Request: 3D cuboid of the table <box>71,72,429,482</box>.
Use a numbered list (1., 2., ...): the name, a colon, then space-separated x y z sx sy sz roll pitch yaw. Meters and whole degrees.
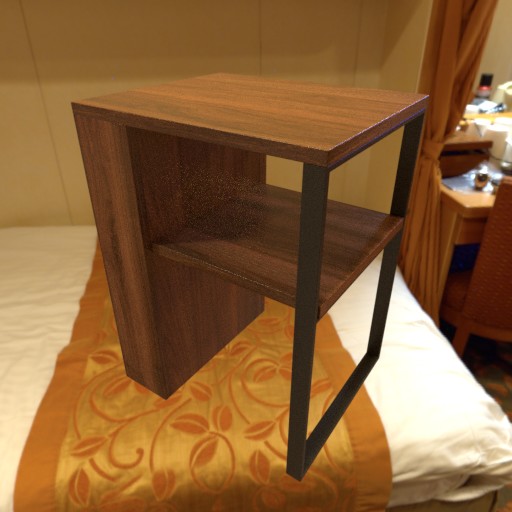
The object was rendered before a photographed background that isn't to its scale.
1. table: 0.000 0.000 1.525 0.786 1.041 0.660 19 35 29
